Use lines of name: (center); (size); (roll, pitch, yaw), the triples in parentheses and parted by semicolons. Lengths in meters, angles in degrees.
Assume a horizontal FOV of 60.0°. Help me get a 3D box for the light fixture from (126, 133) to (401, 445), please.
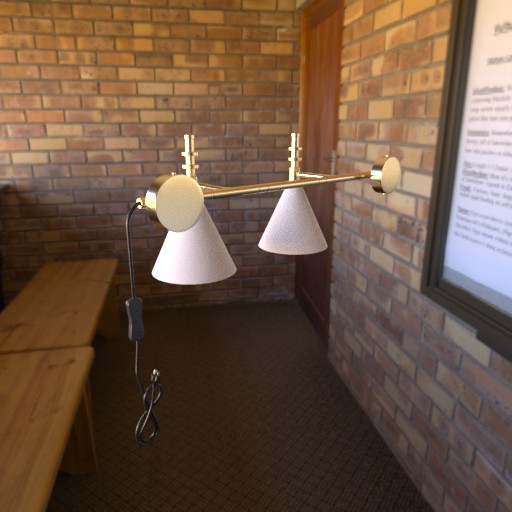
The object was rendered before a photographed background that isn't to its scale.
light fixture: (0.000, 0.000, 0.884); (0.642, 0.468, 0.239); (-15, 22, -41)
